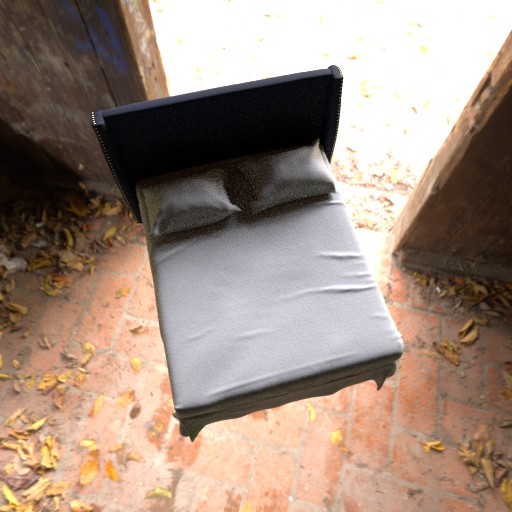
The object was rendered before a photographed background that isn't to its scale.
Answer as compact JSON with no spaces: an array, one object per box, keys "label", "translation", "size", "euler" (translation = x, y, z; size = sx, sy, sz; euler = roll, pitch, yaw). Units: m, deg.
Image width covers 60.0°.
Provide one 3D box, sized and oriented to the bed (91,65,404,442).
[{"label":"bed","translation":[0.000,0.000,3.428],"size":[1.925,1.332,2.276],"euler":[-13,66,-6]}]
